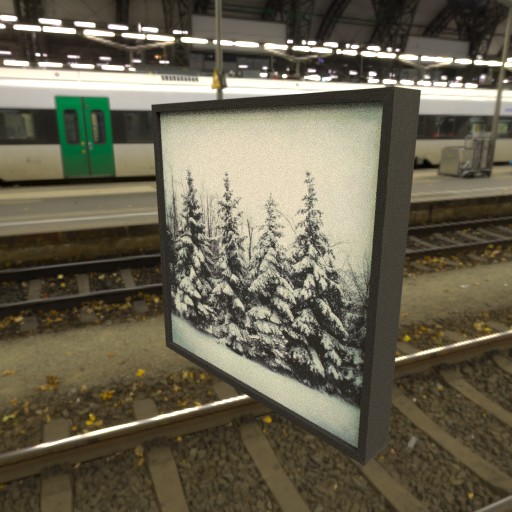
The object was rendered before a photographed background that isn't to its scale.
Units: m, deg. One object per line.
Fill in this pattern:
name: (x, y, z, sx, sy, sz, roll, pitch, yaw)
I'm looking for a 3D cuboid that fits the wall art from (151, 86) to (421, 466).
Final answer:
wall art: (0.000, 0.000, 0.456, 0.037, 0.305, 0.305, -15, 22, -42)
